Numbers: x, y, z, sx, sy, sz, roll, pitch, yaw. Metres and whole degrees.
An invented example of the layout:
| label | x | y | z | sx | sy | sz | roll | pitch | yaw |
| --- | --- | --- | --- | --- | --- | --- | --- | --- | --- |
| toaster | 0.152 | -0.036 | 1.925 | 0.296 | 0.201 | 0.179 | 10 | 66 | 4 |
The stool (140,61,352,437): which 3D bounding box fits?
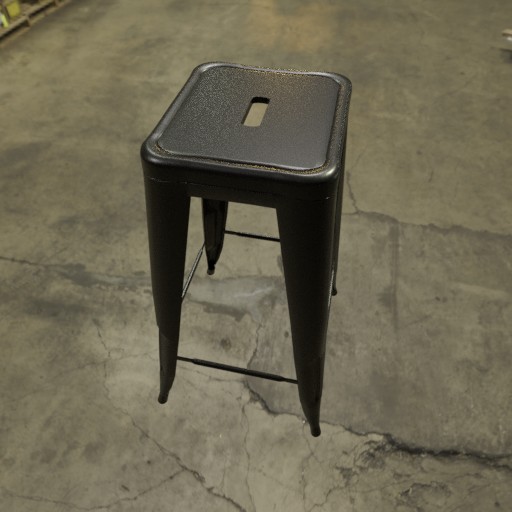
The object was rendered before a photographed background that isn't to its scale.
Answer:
| label | x | y | z | sx | sy | sz | roll | pitch | yaw |
| --- | --- | --- | --- | --- | --- | --- | --- | --- | --- |
| stool | 0.000 | 0.000 | 0.846 | 0.359 | 0.609 | 0.399 | 9 | 48 | 8 |
